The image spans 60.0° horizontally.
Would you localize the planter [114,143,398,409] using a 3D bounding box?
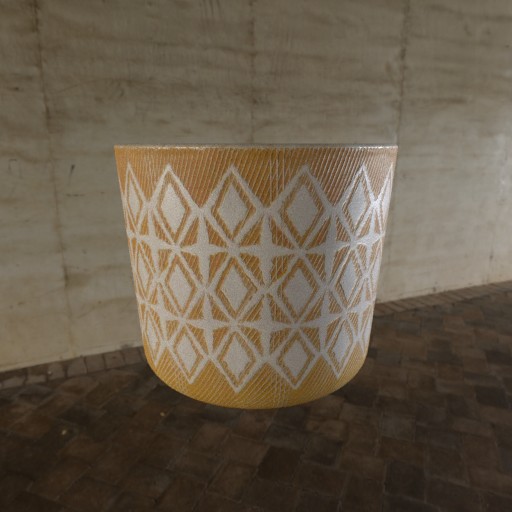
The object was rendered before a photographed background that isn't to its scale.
[{"bbox_3d":[0.000,0.000,0.335,0.193,0.165,0.193,0,14,0],"label":"planter"}]
